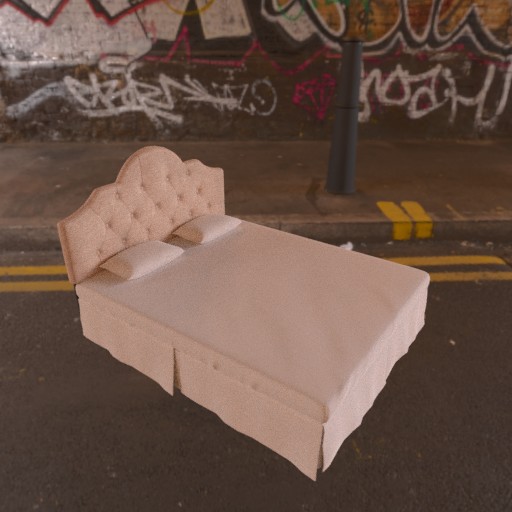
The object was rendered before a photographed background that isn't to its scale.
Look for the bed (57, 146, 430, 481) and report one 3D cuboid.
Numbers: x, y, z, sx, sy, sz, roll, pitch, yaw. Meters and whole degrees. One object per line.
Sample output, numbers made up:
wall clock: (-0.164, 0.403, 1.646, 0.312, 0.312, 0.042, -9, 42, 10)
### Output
bed: (0.000, 0.000, 2.952, 1.970, 1.194, 1.667, 18, 32, 31)
